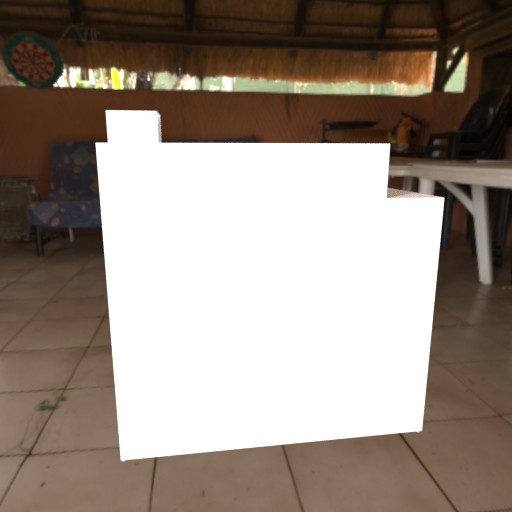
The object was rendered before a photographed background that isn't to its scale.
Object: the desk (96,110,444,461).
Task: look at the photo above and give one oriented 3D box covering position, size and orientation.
[{"bbox_3d":[0.000,0.000,1.703,0.940,0.986,0.940,-2,13,-8],"label":"desk"}]
